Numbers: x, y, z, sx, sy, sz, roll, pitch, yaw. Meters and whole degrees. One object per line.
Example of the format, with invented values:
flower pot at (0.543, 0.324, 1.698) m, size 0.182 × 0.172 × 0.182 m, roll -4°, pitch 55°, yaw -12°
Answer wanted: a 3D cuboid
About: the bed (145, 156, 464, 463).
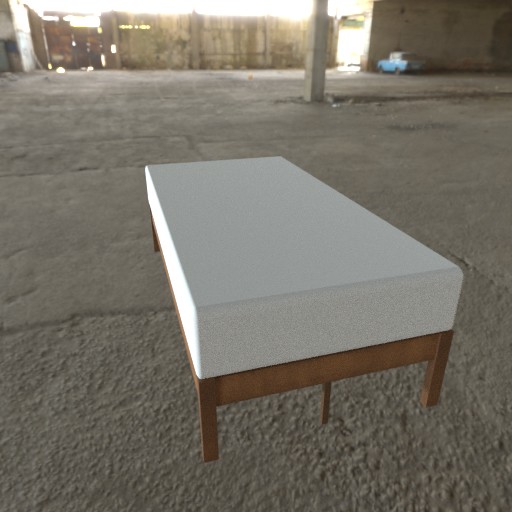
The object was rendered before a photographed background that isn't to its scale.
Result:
bed at (0.000, 0.000, 2.362) m, size 0.961 × 0.616 × 1.902 m, roll -7°, pitch 26°, yaw -15°
